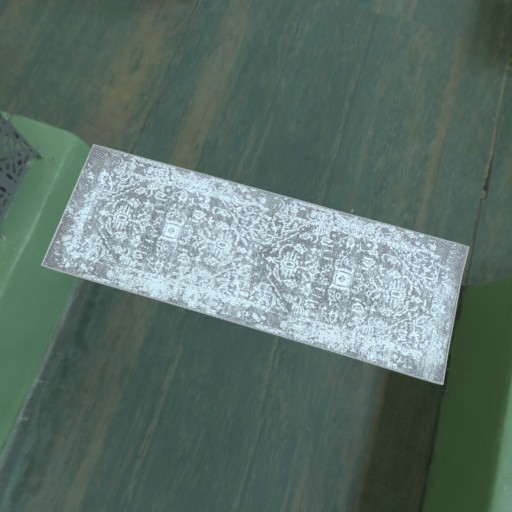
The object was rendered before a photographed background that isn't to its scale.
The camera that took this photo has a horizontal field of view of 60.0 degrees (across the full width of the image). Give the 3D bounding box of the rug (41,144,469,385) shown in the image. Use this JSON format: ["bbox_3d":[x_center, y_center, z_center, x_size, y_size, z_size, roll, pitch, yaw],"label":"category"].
[{"bbox_3d":[0.000,0.000,2.674,2.452,0.017,0.855,16,75,4],"label":"rug"}]
